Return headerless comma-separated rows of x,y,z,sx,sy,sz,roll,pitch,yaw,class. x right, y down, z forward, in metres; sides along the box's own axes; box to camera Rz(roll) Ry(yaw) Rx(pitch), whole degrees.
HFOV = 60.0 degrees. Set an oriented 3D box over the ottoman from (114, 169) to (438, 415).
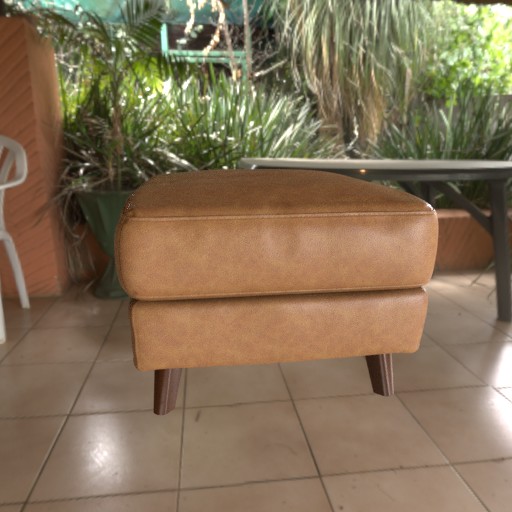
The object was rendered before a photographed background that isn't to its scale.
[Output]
0.000,0.000,1.211,0.630,0.461,0.869,-2,14,-8,ottoman
